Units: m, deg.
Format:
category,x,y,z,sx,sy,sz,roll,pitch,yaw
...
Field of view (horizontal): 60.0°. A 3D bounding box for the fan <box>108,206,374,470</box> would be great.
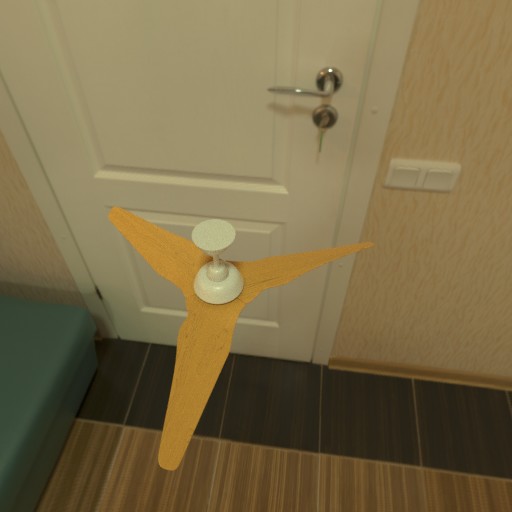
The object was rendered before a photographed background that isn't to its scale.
category,x,y,z,sx,sy,sz,roll,pitch,yaw
fan,0.000,0.000,1.631,1.010,0.355,1.142,-16,50,-14
